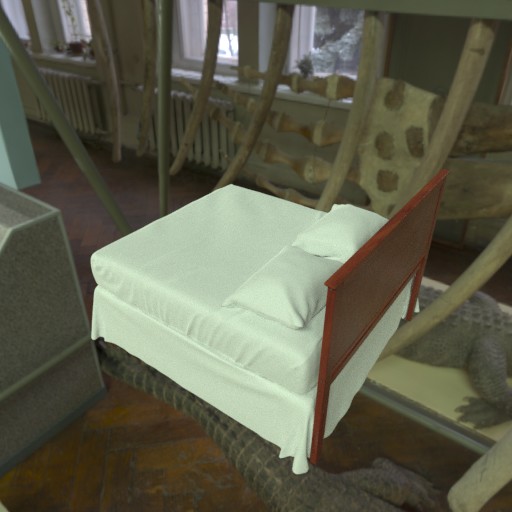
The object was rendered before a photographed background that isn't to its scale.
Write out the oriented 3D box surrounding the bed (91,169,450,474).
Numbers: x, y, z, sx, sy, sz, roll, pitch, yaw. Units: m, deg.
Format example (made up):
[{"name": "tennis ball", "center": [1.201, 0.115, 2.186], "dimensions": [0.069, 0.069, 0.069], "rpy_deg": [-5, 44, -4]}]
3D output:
[{"name": "bed", "center": [0.000, 0.000, 3.255], "dimensions": [2.050, 1.270, 1.870], "rpy_deg": [21, 38, 30]}]
